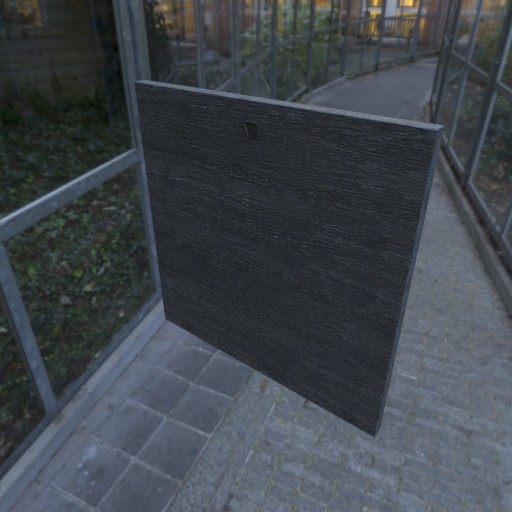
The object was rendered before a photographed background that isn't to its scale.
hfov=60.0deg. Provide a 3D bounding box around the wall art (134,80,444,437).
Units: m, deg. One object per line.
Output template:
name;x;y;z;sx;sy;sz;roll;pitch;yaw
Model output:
wall art;0.000;0.000;0.677;0.462;0.459;0.027;21;37;32
